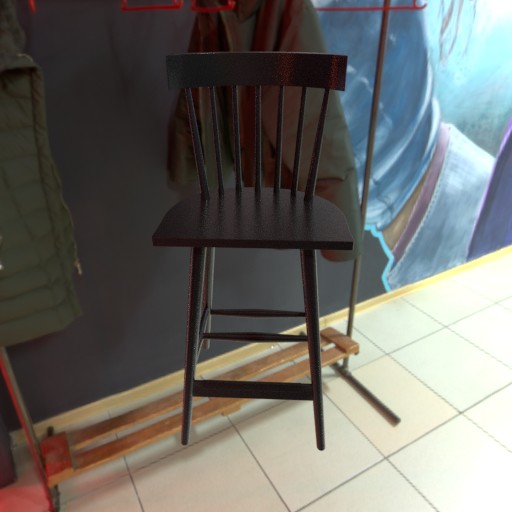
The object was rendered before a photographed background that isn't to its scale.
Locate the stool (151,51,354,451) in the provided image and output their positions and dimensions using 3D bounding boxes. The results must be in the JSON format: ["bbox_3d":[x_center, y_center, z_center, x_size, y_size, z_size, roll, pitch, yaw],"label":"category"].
[{"bbox_3d":[0.000,0.000,1.322,0.482,1.092,0.483,1,28,2],"label":"stool"}]
